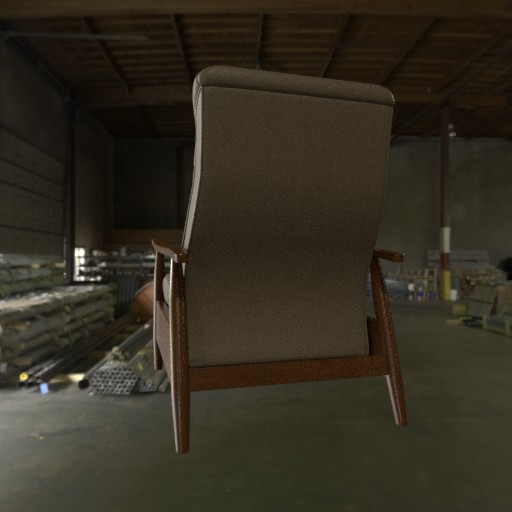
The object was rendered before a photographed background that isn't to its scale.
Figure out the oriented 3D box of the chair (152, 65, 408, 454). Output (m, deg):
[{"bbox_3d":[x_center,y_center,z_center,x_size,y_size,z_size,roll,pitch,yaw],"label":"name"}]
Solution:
[{"bbox_3d":[0.000,0.000,1.781,0.762,1.082,1.014,0,0,-16],"label":"chair"}]
